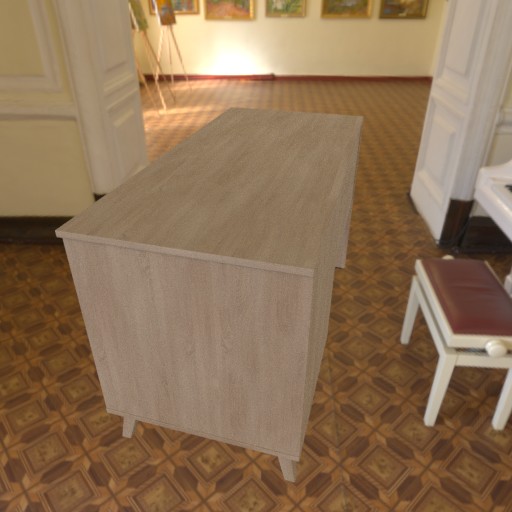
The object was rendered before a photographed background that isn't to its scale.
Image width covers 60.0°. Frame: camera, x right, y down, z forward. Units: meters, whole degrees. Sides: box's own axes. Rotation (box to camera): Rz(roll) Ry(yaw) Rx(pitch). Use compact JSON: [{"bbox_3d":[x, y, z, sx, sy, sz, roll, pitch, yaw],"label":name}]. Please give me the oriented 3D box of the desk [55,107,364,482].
[{"bbox_3d":[0.000,0.000,1.658,0.600,0.770,1.251,9,32,14],"label":"desk"}]
